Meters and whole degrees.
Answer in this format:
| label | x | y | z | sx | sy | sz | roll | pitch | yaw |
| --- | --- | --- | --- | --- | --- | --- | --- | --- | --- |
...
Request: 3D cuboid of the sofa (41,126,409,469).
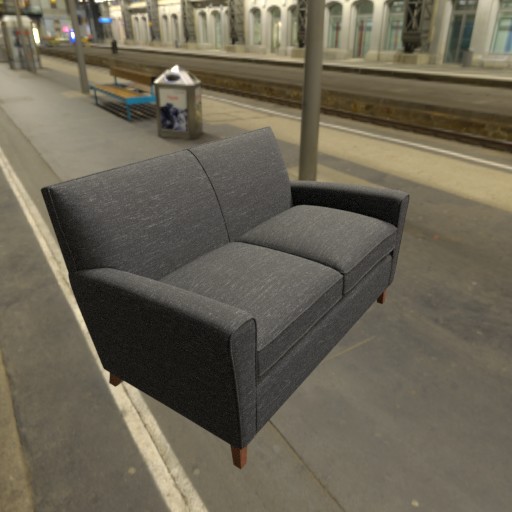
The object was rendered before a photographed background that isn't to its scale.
| label | x | y | z | sx | sy | sz | roll | pitch | yaw |
| --- | --- | --- | --- | --- | --- | --- | --- | --- | --- |
| sofa | 0.000 | 0.000 | 1.972 | 0.875 | 0.846 | 1.420 | 18 | 32 | 32 |
